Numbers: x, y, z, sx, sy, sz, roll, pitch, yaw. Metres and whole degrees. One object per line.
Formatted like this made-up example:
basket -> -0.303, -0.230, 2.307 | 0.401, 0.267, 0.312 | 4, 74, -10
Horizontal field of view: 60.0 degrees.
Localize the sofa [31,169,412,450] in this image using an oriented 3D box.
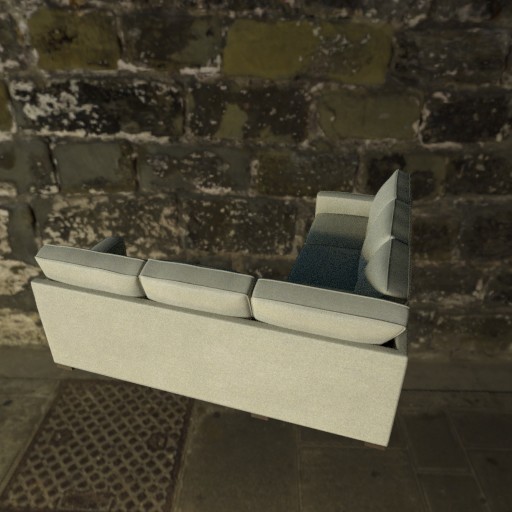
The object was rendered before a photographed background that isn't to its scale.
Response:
sofa -> 0.000, 0.000, 3.379 | 2.211, 0.936, 2.188 | 9, 32, 14
